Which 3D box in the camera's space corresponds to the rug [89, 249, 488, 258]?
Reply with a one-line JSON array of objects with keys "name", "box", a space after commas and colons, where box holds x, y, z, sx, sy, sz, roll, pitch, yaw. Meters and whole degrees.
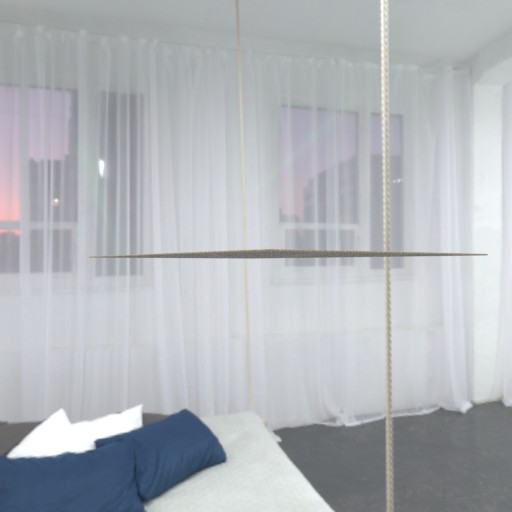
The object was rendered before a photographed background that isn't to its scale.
[{"name": "rug", "box": [0.000, 0.000, 2.911, 1.522, 0.008, 2.284, 1, -1, -36]}]
